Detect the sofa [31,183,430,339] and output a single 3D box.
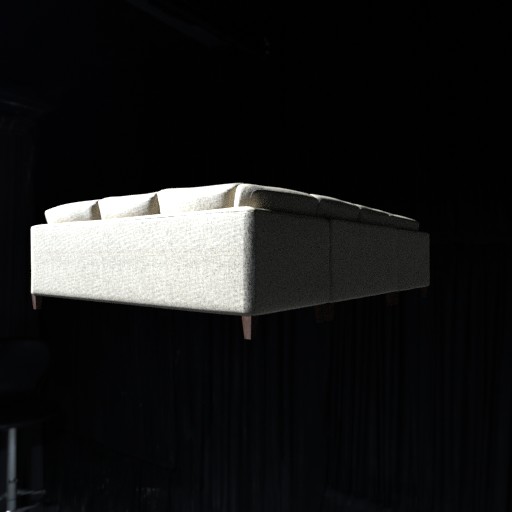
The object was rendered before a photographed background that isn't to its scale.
[{"bbox_3d":[0.000,0.000,4.606,2.593,0.959,3.460,0,0,37],"label":"sofa"}]
